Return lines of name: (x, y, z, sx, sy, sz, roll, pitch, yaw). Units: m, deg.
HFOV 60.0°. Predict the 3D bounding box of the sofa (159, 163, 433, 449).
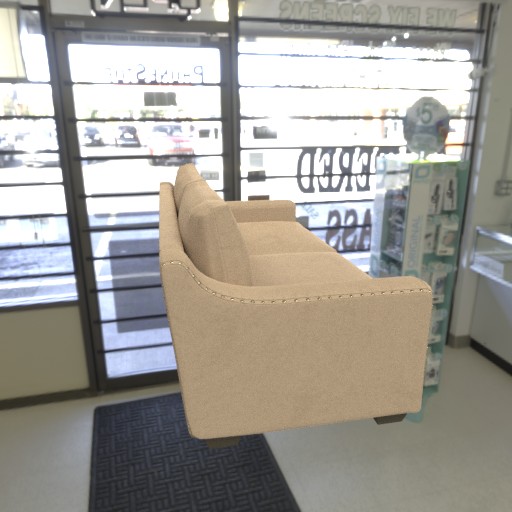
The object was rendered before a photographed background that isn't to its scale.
sofa: (0.000, 0.000, 2.497, 1.030, 0.901, 1.967, -3, 17, -11)
